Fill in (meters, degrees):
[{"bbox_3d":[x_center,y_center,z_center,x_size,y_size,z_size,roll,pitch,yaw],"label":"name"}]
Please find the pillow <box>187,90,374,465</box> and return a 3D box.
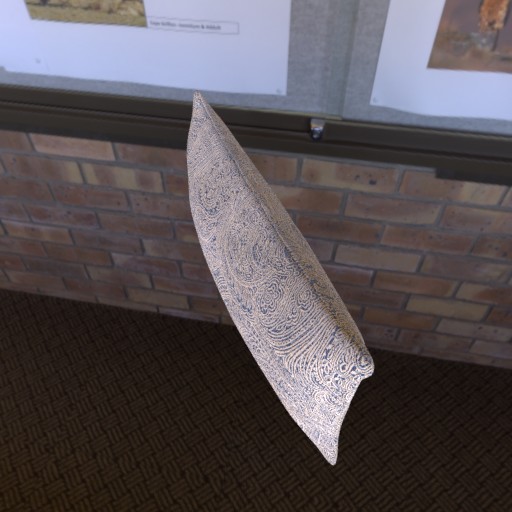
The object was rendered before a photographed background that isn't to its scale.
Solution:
[{"bbox_3d":[0.000,0.000,0.731,0.151,0.295,0.615,-16,49,-14],"label":"pillow"}]
